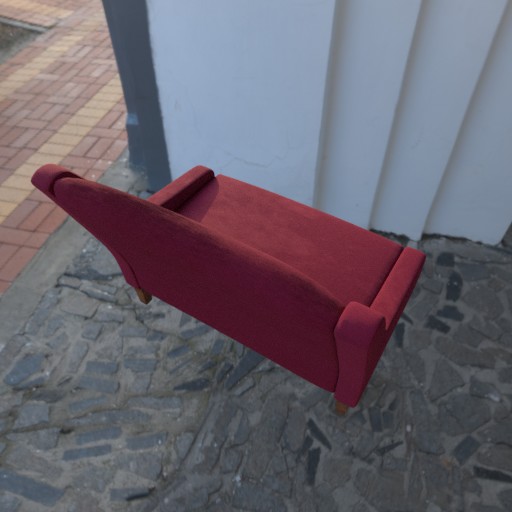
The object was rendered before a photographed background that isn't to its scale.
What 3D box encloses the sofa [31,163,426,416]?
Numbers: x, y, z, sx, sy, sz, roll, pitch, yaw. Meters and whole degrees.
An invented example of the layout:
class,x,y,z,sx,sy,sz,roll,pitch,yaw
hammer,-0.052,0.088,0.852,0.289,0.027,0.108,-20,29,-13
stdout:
class,x,y,z,sx,sy,sz,roll,pitch,yaw
sofa,0.000,0.000,1.885,1.242,0.976,0.946,25,52,21
